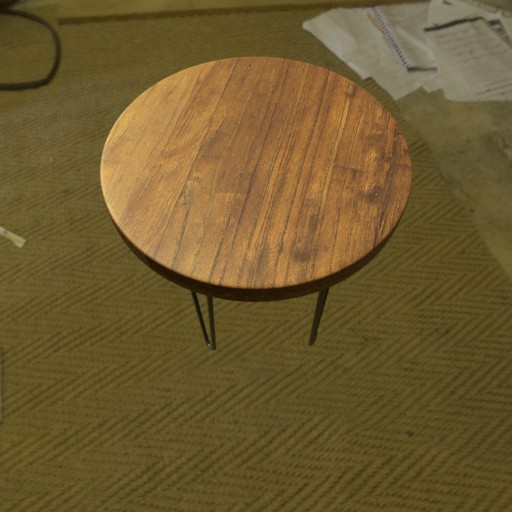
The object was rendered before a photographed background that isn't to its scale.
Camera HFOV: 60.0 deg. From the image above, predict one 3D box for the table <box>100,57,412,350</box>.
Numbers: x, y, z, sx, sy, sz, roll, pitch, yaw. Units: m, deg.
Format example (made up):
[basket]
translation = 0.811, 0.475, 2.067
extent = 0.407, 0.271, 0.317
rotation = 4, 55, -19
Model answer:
[table]
translation = 0.000, 0.000, 0.795
extent = 0.400, 0.520, 0.400
rotation = 0, 59, 0
